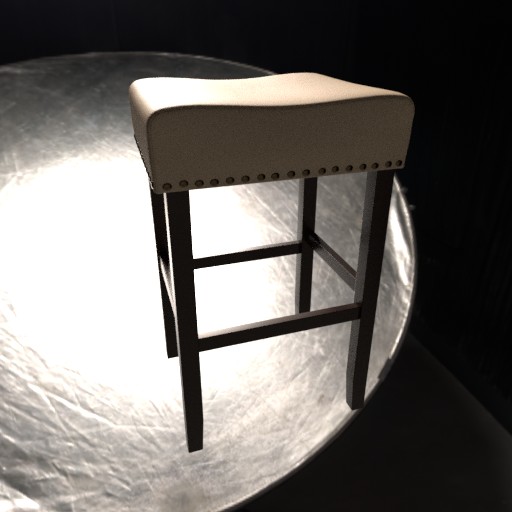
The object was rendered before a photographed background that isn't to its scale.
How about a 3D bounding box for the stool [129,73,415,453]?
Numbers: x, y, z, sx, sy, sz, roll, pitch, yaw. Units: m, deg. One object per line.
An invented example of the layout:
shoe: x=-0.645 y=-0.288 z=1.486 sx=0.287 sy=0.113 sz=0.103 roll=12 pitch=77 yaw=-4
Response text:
stool: x=0.000 y=0.000 z=1.046 sx=0.471 sy=0.762 sz=0.401 roll=-9 pitch=29 yaw=-16
